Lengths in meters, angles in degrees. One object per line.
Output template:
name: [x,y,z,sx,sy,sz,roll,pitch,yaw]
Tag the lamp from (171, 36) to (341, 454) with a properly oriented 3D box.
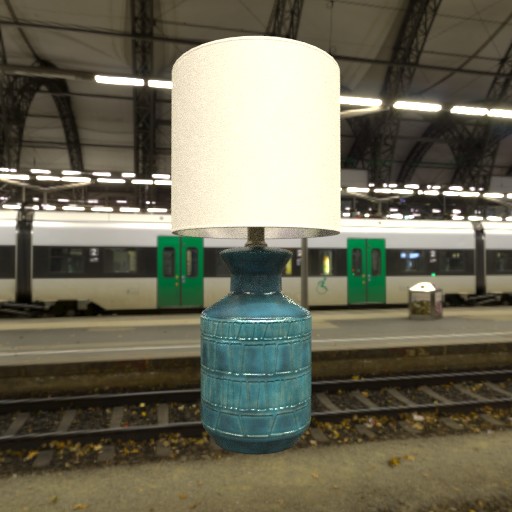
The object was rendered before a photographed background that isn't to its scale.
lamp: [0.000,0.000,0.562,0.211,0.455,0.211,1,-1,-34]
